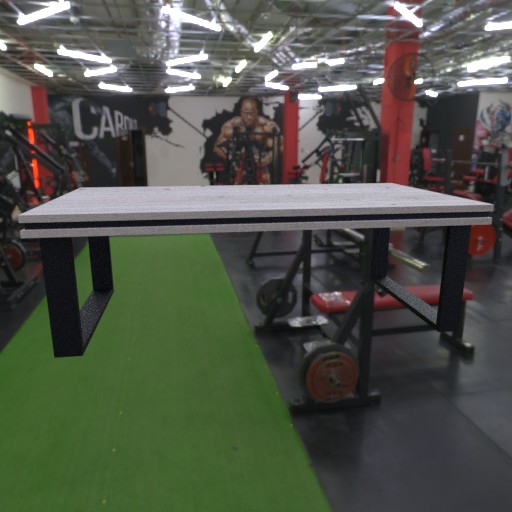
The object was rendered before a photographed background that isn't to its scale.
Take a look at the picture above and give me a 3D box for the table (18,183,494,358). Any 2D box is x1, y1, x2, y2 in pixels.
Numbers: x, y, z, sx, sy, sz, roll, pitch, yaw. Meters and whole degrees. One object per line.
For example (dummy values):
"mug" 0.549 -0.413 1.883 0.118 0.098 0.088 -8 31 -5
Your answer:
"table" 0.000 0.000 1.635 1.350 0.450 0.700 -2 15 -8
